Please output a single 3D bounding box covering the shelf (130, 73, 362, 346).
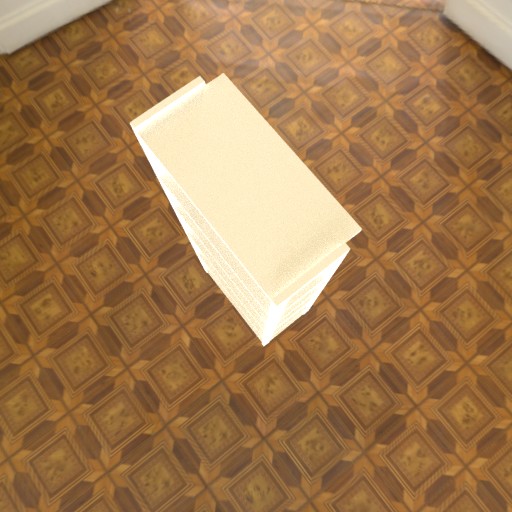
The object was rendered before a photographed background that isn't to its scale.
[{"bbox_3d":[0.000,0.000,2.112,0.381,1.892,0.660,-37,79,-9],"label":"shelf"}]
